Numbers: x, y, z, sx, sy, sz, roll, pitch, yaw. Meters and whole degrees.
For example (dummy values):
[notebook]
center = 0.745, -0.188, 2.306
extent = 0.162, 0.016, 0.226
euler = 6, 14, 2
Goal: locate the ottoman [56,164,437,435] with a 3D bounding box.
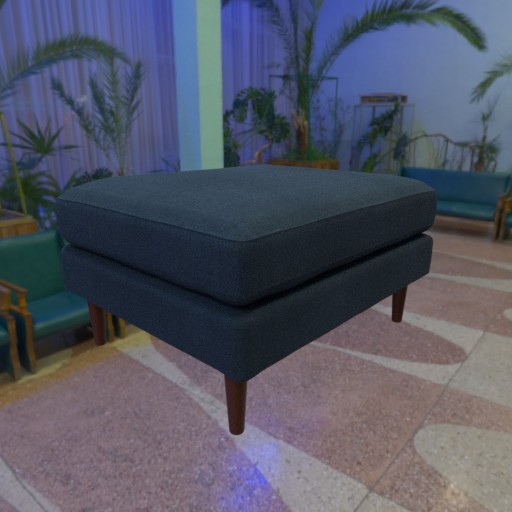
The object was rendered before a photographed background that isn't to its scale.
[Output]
[ottoman]
center = 0.000, 0.000, 1.251
extent = 0.693, 0.474, 0.821
euler = 15, 22, 41
